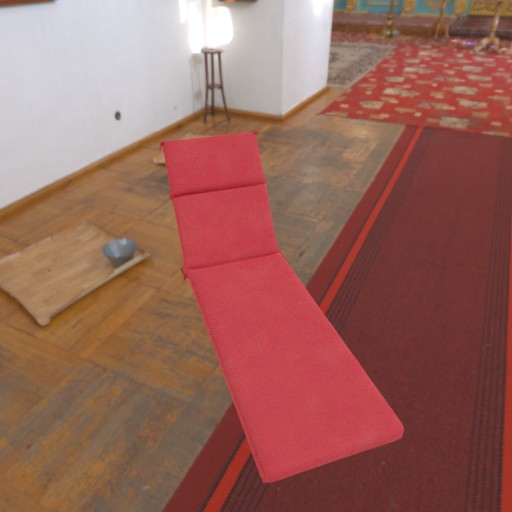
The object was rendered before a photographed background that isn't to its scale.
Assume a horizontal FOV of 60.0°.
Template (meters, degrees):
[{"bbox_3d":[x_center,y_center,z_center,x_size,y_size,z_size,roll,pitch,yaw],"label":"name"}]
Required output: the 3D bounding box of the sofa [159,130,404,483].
[{"bbox_3d":[0.000,0.000,1.957,0.582,0.622,1.663,-11,35,-16],"label":"sofa"}]
